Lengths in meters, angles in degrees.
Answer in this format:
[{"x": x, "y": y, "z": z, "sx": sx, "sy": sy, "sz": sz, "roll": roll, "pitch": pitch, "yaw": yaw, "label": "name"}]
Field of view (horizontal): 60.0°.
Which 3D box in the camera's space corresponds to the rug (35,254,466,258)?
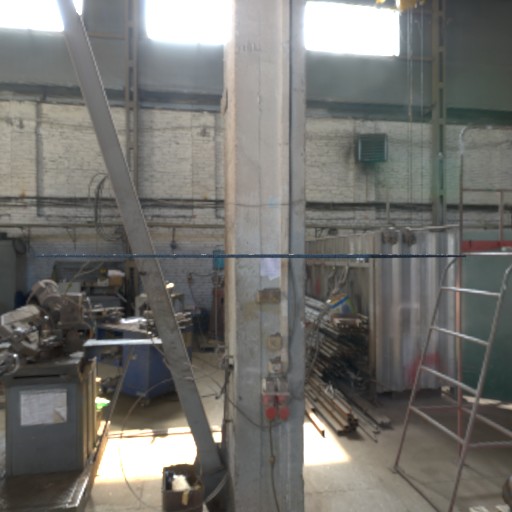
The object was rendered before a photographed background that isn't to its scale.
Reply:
[{"x": 0.000, "y": 0.000, "z": 3.760, "sx": 2.881, "sy": 0.020, "sz": 2.270, "roll": 0, "pitch": 0, "yaw": 35, "label": "rug"}]
